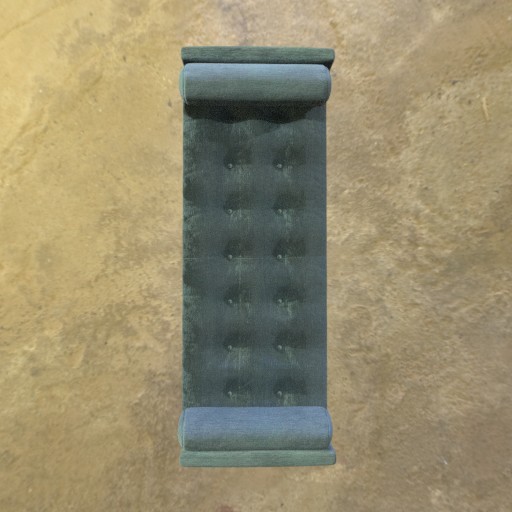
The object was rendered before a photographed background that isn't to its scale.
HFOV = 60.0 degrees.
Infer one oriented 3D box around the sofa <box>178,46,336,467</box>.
[{"bbox_3d":[0.000,0.000,2.484,0.796,0.705,2.102,0,89,-1],"label":"sofa"}]
